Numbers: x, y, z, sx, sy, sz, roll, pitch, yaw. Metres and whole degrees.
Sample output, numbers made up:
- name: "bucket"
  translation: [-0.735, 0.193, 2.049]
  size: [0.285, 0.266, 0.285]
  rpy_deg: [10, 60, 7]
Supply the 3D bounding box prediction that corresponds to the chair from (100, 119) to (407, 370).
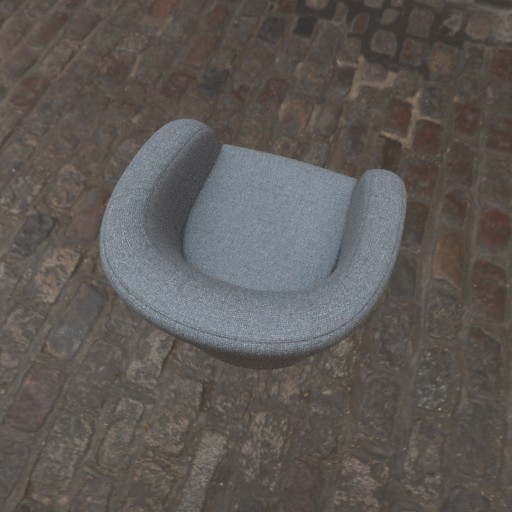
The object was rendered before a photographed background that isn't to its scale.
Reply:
- name: "chair"
  translation: [0.000, 0.000, 1.461]
  size: [0.791, 0.771, 0.815]
  rpy_deg: [17, 65, 8]
